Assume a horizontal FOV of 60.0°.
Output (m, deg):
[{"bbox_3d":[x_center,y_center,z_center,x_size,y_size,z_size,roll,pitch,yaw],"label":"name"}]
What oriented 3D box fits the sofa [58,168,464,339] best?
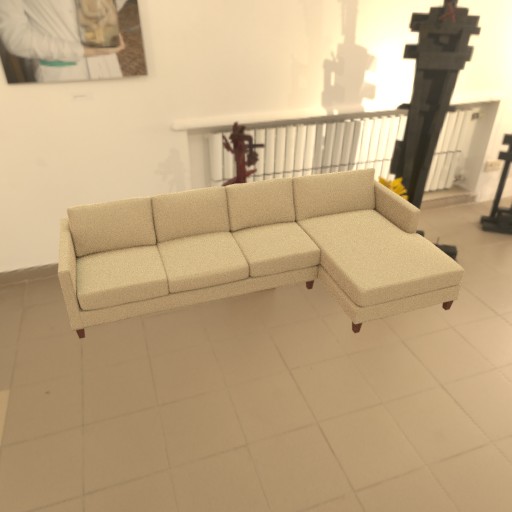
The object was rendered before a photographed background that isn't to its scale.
[{"bbox_3d":[0.000,0.000,3.902,3.186,0.861,1.625,-10,34,-16],"label":"sofa"}]
